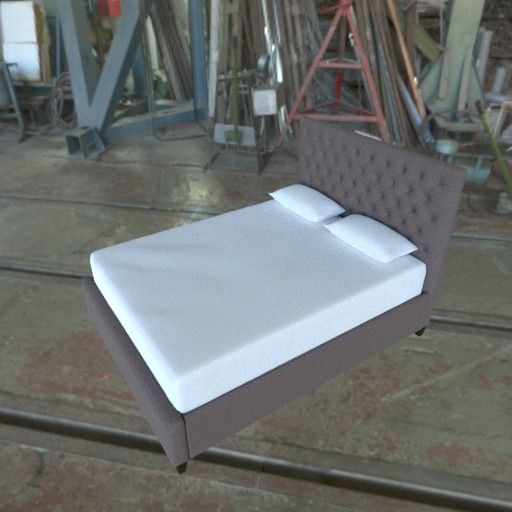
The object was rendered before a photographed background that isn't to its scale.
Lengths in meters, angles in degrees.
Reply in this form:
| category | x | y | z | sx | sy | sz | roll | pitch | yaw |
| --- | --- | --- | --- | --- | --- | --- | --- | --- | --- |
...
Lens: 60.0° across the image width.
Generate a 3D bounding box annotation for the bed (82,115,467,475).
| category | x | y | z | sx | sy | sz | roll | pitch | yaw |
| --- | --- | --- | --- | --- | --- | --- | --- | --- | --- |
| bed | 0.000 | 0.000 | 3.300 | 2.233 | 1.426 | 1.696 | -19 | 37 | -28 |
